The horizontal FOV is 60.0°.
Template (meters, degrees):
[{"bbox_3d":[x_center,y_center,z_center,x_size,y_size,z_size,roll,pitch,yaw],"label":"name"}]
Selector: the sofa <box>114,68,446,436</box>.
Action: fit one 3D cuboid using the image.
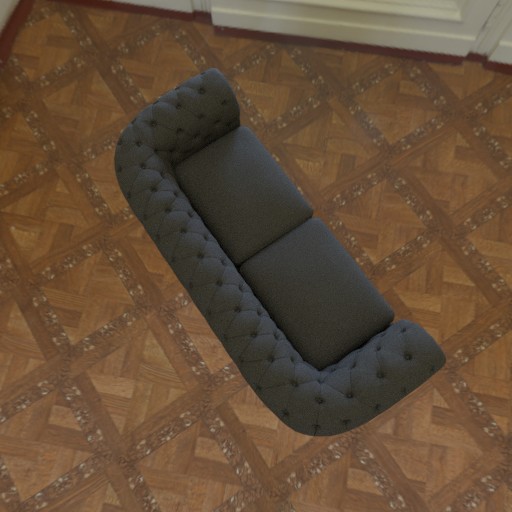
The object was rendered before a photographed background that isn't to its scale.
[{"bbox_3d":[0.000,0.000,2.890,0.991,0.762,2.362,-34,77,-9],"label":"sofa"}]
